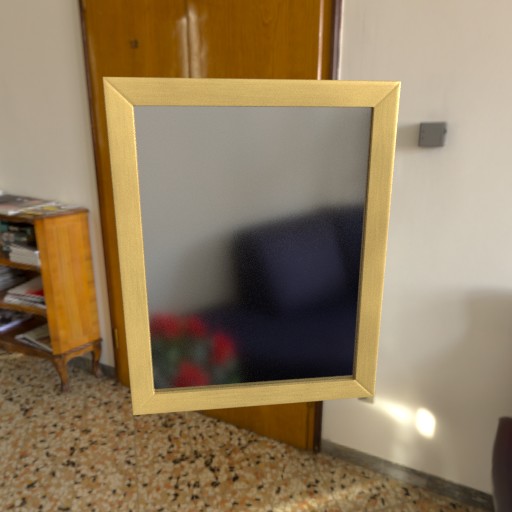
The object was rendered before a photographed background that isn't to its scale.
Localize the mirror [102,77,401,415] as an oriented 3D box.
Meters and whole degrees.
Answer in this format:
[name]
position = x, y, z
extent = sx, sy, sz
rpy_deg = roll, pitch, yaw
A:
[mirror]
position = 0.000, 0.000, 0.687
extent = 0.405, 0.508, 0.041
rpy_deg = -2, 16, -7
